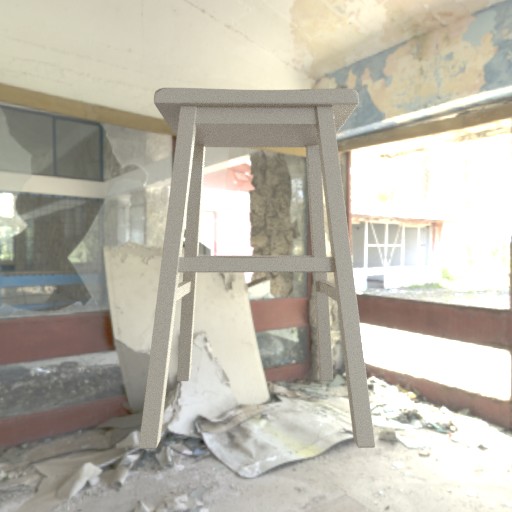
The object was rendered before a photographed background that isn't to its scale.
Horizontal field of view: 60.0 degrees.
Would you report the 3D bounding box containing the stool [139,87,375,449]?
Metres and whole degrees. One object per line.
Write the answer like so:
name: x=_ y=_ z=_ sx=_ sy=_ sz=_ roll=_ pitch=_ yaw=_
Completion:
stool: x=0.000 y=0.000 z=1.089 sx=0.457 sy=0.737 sz=0.476 roll=0 pitch=1 yaw=-1
